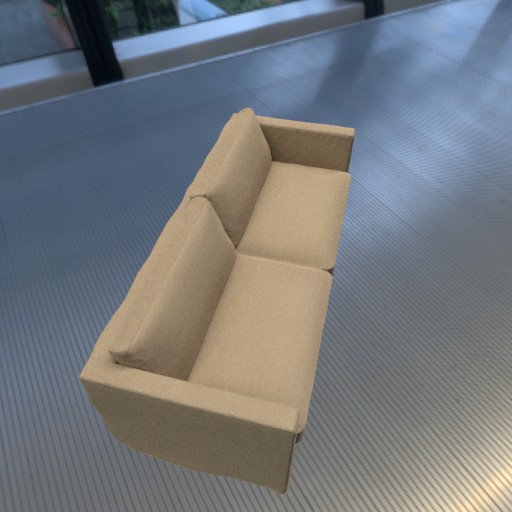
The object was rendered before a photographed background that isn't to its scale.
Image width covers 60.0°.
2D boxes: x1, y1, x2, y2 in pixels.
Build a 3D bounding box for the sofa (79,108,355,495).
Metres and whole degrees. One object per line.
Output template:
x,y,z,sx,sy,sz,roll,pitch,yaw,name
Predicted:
0.000,0.000,2.721,0.962,0.853,2.312,11,47,10,sofa
